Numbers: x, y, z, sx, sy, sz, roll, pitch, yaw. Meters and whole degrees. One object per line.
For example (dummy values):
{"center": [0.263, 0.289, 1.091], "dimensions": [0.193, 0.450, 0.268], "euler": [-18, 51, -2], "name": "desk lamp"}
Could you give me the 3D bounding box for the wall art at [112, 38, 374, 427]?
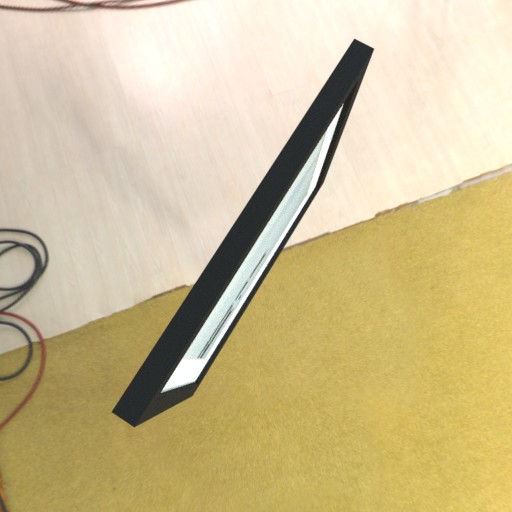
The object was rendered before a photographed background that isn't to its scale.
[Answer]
{"center": [0.000, 0.000, 0.756], "dimensions": [0.030, 0.454, 0.554], "euler": [31, 78, 7], "name": "wall art"}
